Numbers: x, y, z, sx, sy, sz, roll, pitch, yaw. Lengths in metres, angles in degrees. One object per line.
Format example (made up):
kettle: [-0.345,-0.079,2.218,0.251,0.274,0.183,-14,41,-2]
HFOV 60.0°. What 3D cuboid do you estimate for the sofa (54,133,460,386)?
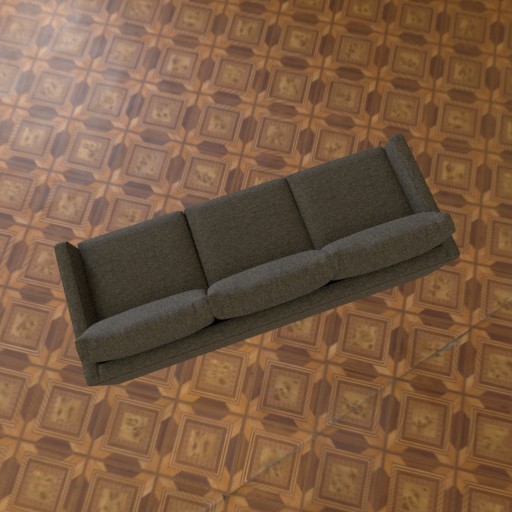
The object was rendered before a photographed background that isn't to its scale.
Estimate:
sofa: [0.000,0.000,2.749,2.253,0.879,0.876,-19,76,-5]
